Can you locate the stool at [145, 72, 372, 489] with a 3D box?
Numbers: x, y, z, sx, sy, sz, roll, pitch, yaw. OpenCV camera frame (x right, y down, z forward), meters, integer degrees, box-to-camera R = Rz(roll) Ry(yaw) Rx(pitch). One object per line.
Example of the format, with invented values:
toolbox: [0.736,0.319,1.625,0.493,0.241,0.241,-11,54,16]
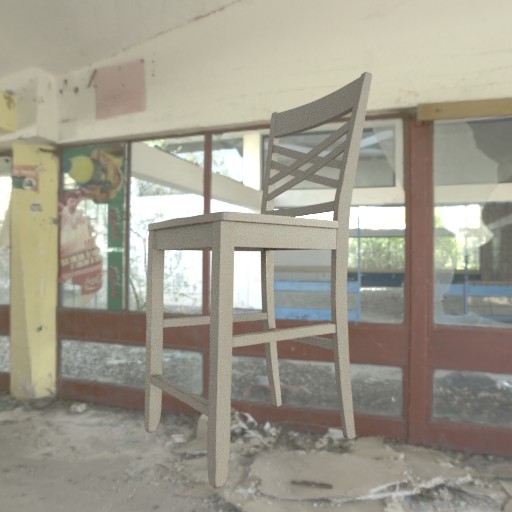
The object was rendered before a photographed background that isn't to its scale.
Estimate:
stool: [0.000,0.000,1.339,0.539,1.079,0.462,0,-1,-35]
